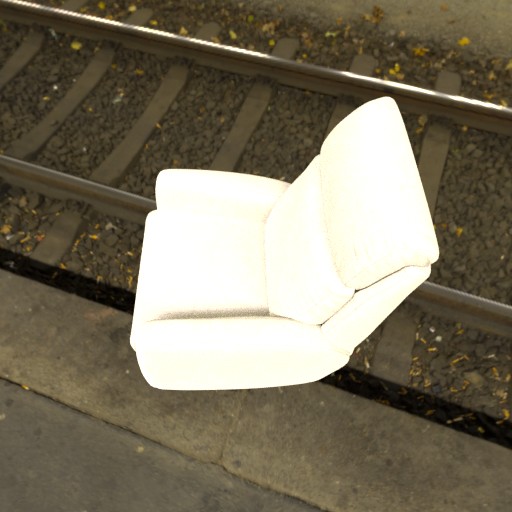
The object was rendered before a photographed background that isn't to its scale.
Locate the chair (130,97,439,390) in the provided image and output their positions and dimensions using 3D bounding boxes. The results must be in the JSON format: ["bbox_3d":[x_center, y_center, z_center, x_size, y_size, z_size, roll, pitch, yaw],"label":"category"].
[{"bbox_3d":[0.000,0.000,1.656,0.941,1.015,0.812,-1,58,-1],"label":"chair"}]
